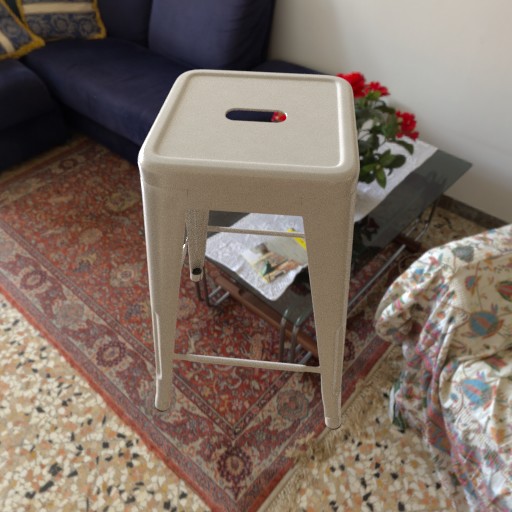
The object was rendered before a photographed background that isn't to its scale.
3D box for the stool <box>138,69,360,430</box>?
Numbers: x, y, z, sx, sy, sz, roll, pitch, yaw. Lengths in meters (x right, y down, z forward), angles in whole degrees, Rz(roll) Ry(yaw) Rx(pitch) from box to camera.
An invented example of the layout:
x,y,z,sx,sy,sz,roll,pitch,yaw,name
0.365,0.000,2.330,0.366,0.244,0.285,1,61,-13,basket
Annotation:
x,y,z,sx,sy,sz,roll,pitch,yaw,name
0.000,0.000,0.874,0.406,0.610,0.406,4,46,4,stool
